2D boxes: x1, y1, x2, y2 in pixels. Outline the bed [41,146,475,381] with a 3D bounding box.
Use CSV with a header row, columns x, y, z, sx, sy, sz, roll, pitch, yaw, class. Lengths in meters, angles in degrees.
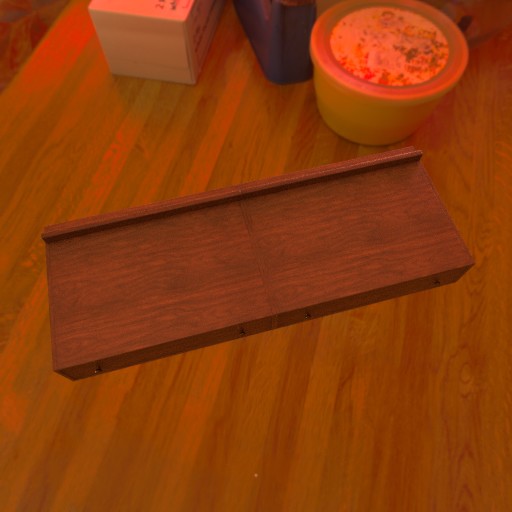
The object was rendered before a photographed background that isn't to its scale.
x,y,z,sx,sy,sz,roll,pitch,yaw,class
0.000,0.000,2.336,2.057,0.326,0.787,-13,64,-7,bed
